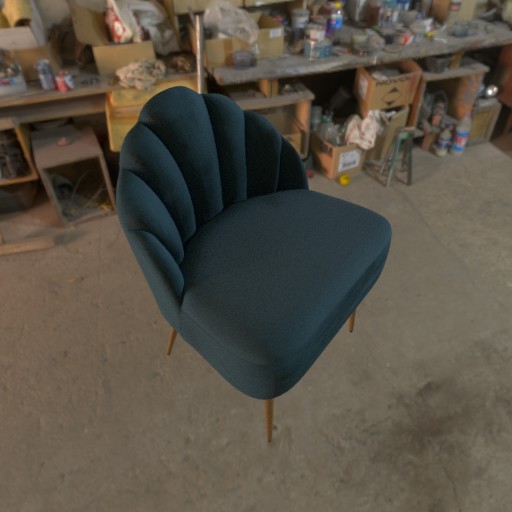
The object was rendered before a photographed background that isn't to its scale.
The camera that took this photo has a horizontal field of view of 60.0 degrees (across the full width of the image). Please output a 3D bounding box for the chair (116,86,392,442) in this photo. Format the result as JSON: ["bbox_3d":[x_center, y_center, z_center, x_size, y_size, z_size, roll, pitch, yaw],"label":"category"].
[{"bbox_3d":[0.000,0.000,1.262,0.599,0.819,0.657,26,48,27],"label":"chair"}]
